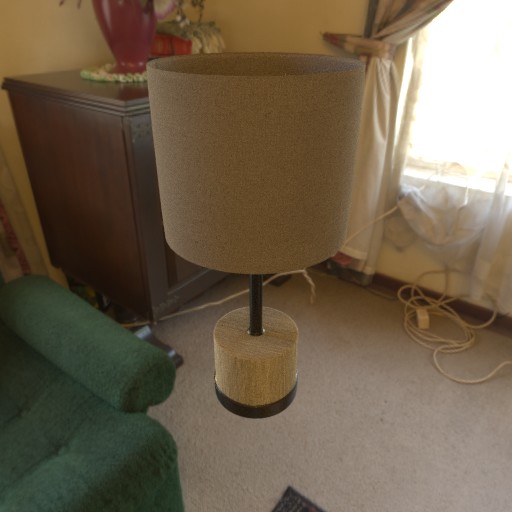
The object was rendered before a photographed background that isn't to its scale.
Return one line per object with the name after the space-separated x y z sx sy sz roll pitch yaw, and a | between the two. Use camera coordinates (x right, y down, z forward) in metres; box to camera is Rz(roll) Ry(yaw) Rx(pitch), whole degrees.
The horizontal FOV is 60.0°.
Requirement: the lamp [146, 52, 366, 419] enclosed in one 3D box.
0.000 0.000 0.582 0.229 0.470 0.229 10 31 18 | lamp
